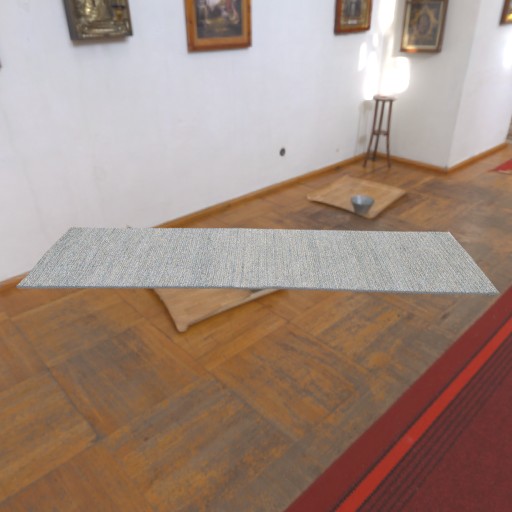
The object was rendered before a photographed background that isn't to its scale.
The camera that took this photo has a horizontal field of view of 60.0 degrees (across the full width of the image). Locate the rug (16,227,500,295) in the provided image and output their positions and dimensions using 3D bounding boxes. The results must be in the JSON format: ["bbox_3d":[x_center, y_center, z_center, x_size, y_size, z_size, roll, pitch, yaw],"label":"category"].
[{"bbox_3d":[0.000,0.000,2.425,2.341,0.037,0.675,1,28,1],"label":"rug"}]
